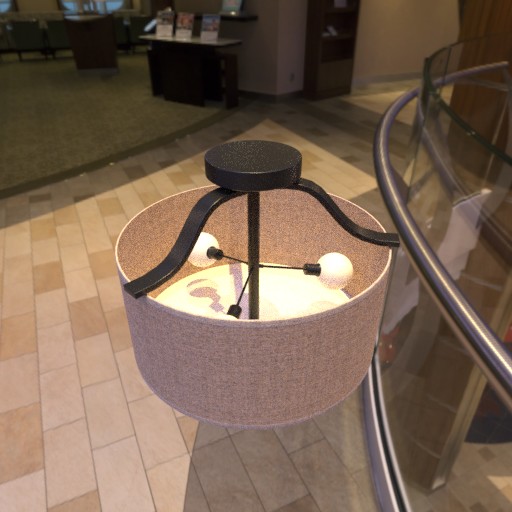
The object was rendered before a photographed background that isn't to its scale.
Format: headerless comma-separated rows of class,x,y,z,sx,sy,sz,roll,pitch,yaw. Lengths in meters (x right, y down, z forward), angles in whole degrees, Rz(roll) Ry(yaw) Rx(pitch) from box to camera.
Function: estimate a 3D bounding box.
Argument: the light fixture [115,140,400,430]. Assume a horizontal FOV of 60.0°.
light fixture,0.000,0.000,0.650,0.390,0.306,0.390,0,32,0
